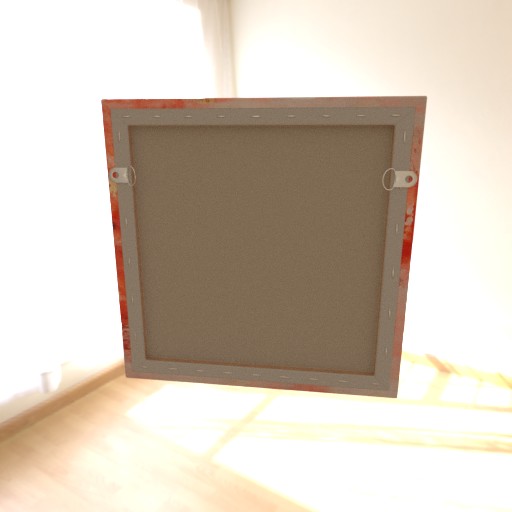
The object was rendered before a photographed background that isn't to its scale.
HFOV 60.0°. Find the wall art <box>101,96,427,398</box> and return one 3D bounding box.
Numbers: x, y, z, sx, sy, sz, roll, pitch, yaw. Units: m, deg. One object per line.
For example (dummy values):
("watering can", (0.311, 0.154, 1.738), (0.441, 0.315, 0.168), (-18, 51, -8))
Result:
("wall art", (0.000, 0.000, 1.300), (0.878, 0.878, 0.066), (2, 16, 8))
